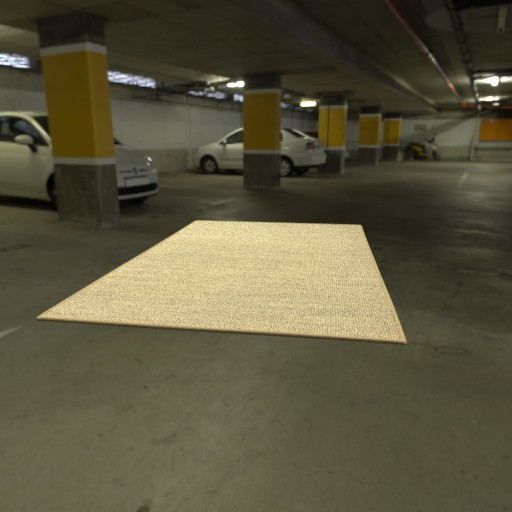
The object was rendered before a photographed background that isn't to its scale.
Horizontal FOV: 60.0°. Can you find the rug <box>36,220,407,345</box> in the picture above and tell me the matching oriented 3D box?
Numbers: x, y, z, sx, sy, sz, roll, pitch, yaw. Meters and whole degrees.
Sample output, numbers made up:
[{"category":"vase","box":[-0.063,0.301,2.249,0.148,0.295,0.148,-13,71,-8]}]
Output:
[{"category":"rug","box":[0.000,0.000,2.023,1.062,0.013,1.667,2,15,9]}]
